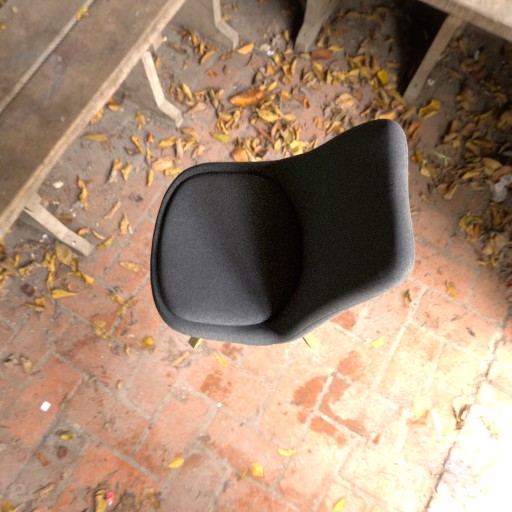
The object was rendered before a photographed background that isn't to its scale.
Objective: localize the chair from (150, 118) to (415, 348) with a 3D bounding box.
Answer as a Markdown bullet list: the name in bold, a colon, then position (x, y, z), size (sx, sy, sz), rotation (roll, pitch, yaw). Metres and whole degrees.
- **chair**: position (0.000, 0.000, 1.186), size (0.550, 0.865, 0.483), rotation (2, 74, 0)
